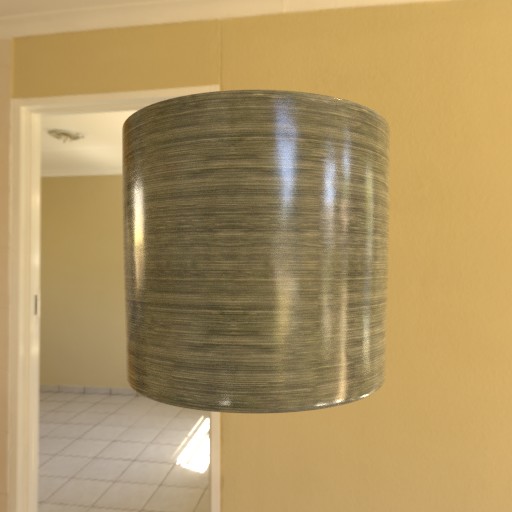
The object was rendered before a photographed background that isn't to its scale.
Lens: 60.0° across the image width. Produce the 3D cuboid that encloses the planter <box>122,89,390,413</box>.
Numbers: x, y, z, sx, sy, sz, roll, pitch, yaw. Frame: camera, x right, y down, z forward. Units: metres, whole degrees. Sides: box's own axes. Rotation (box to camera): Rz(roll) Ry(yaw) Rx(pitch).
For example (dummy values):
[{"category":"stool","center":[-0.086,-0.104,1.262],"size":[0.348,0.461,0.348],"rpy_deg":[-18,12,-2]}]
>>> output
[{"category":"planter","center":[0.000,0.000,0.381],"size":[0.221,0.201,0.221],"rpy_deg":[0,-1,0]}]
